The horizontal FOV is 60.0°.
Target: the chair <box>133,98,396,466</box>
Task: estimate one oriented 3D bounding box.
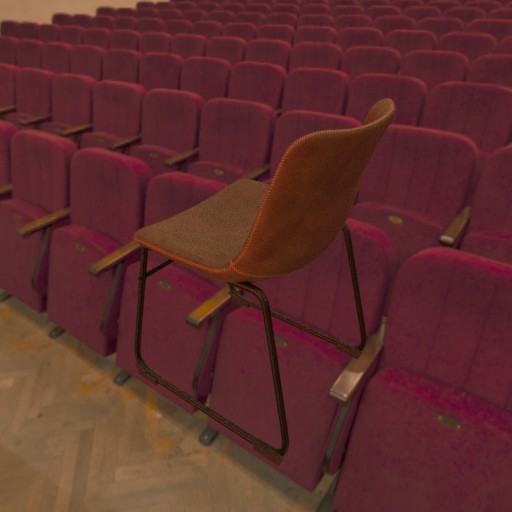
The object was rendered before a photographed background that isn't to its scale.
[{"bbox_3d":[0.000,0.000,1.127,0.551,0.780,0.460,21,38,30],"label":"chair"}]
